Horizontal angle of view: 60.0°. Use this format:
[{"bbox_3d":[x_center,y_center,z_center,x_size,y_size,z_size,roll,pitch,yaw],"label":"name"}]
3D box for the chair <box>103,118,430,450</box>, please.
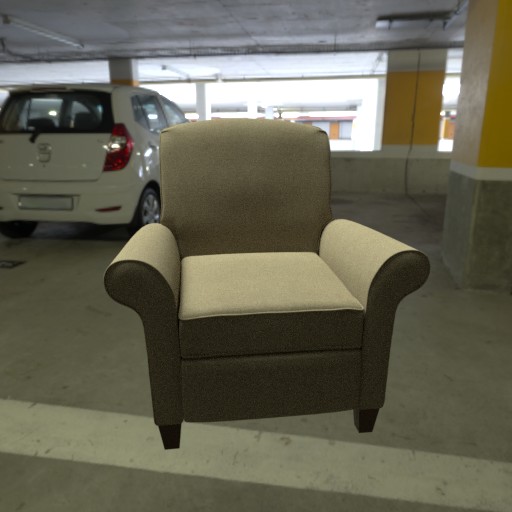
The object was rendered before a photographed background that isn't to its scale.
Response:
[{"bbox_3d":[0.000,0.000,1.736,0.978,1.061,0.905,-2,15,-7],"label":"chair"}]
